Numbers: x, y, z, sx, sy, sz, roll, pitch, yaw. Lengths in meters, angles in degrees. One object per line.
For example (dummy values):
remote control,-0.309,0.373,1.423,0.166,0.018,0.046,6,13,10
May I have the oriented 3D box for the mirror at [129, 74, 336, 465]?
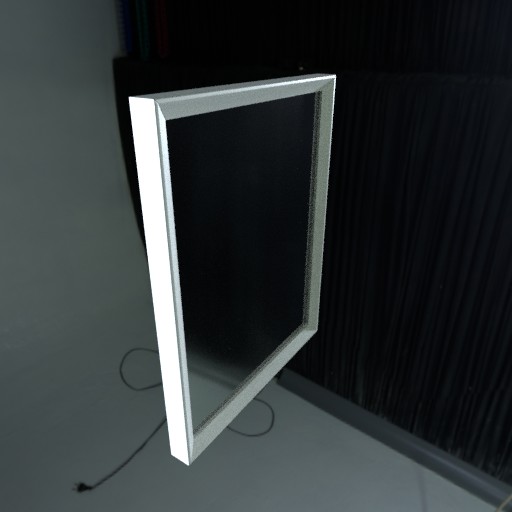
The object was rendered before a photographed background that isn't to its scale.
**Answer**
mirror,0.000,0.000,0.697,0.041,0.509,0.406,17,31,30
